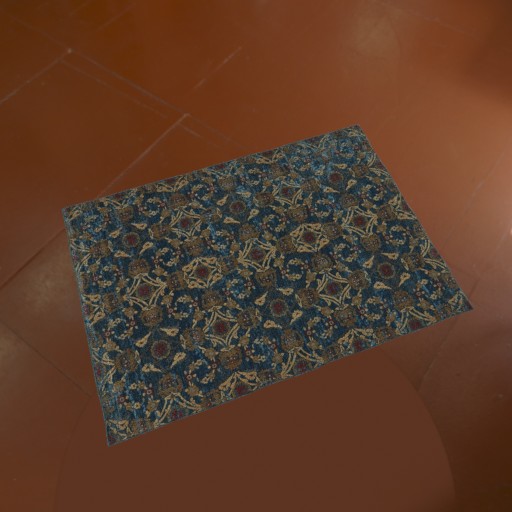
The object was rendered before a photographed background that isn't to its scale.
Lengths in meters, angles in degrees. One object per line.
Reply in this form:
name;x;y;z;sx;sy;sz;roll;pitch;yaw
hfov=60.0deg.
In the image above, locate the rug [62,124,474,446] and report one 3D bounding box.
rug;0.000;0.000;4.196;3.291;0.013;2.337;-18;64;-9
